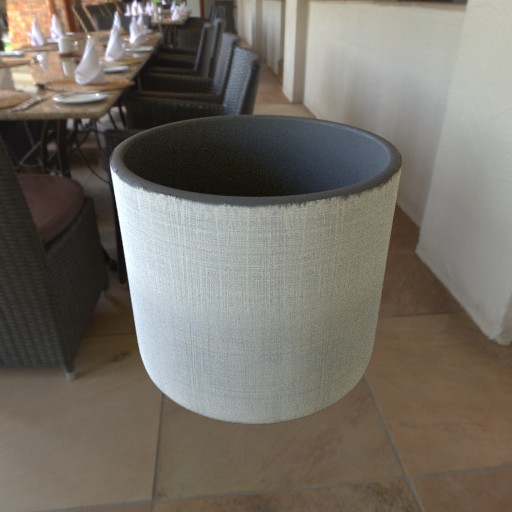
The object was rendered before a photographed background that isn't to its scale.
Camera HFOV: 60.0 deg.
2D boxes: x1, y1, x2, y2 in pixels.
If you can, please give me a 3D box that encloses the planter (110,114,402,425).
[{"bbox_3d":[0.000,0.000,0.398,0.226,0.201,0.226,0,30,0],"label":"planter"}]
